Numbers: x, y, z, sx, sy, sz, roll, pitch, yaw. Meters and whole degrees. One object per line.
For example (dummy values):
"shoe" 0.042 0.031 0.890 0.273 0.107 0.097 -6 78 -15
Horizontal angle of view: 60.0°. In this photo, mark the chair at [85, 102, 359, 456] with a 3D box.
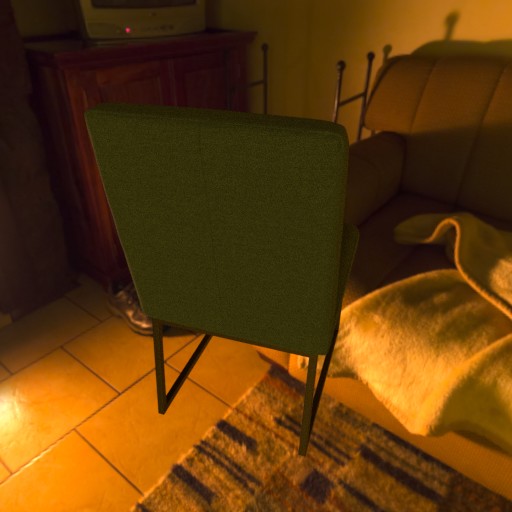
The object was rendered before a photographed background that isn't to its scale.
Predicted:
"chair" 0.000 0.000 1.266 0.520 0.930 0.634 10 33 16
